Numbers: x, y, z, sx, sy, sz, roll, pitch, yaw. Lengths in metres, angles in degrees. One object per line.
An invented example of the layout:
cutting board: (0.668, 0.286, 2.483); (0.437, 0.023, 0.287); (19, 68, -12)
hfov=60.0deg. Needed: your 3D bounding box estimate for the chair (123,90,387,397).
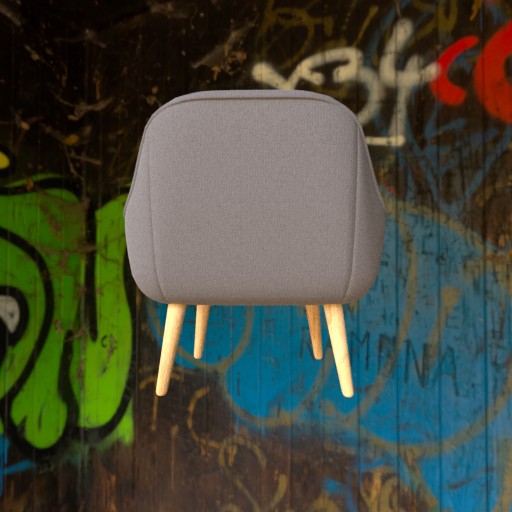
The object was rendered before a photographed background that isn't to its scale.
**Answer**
chair: (0.000, 0.000, 1.445); (0.770, 0.800, 0.779); (0, -1, 1)
